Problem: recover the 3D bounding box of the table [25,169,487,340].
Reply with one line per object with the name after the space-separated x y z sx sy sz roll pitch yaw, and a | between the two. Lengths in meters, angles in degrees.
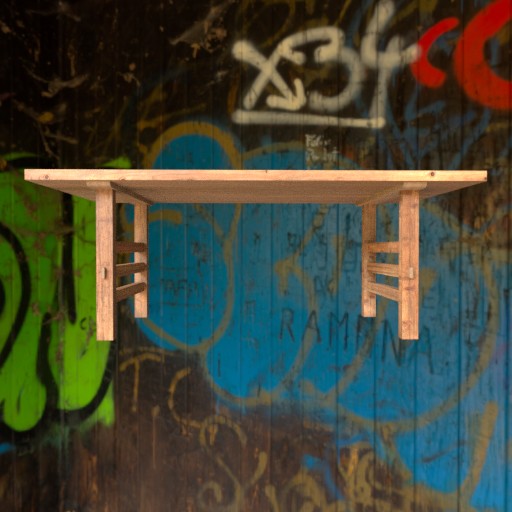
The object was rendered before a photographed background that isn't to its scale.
0.000 0.000 2.399 2.003 0.760 0.952 0 1 -1 | table
